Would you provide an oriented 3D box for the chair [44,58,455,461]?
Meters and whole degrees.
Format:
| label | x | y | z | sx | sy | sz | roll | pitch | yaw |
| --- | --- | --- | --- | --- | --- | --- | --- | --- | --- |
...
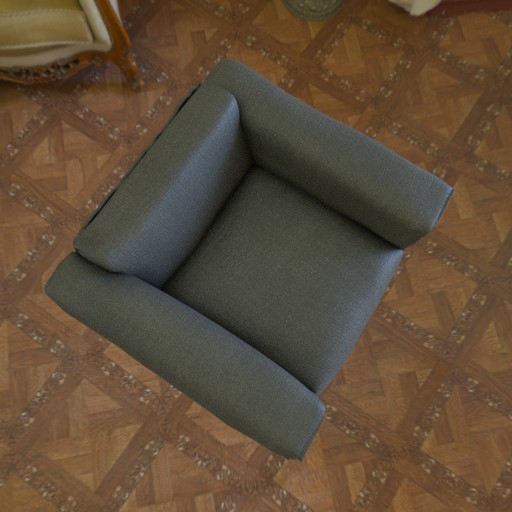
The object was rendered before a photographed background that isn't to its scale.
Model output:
| label | x | y | z | sx | sy | sz | roll | pitch | yaw |
| --- | --- | --- | --- | --- | --- | --- | --- | --- | --- |
| chair | 0.000 | 0.000 | 1.651 | 0.969 | 0.646 | 1.056 | 32 | 78 | 8 |
